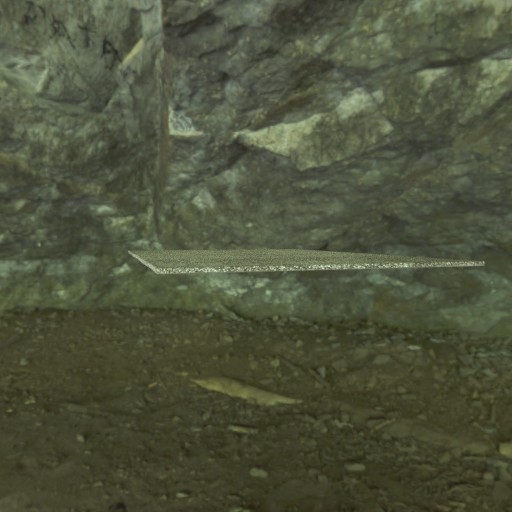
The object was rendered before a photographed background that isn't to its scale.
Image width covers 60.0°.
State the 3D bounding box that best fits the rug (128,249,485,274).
[{"bbox_3d":[0.000,0.000,3.459,1.802,0.026,2.699,-1,3,-19],"label":"rug"}]
